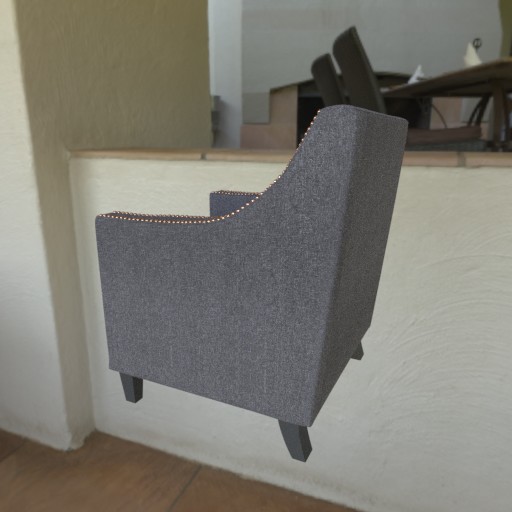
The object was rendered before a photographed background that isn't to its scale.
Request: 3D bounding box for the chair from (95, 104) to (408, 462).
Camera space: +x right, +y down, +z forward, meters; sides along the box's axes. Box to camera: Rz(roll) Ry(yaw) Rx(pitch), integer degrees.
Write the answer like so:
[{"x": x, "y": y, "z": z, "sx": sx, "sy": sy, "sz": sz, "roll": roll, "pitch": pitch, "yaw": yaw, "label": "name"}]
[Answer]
[{"x": 0.000, "y": 0.000, "z": 1.595, "sx": 0.884, "sy": 0.967, "sz": 0.776, "roll": 7, "pitch": 17, "yaw": 25, "label": "chair"}]
